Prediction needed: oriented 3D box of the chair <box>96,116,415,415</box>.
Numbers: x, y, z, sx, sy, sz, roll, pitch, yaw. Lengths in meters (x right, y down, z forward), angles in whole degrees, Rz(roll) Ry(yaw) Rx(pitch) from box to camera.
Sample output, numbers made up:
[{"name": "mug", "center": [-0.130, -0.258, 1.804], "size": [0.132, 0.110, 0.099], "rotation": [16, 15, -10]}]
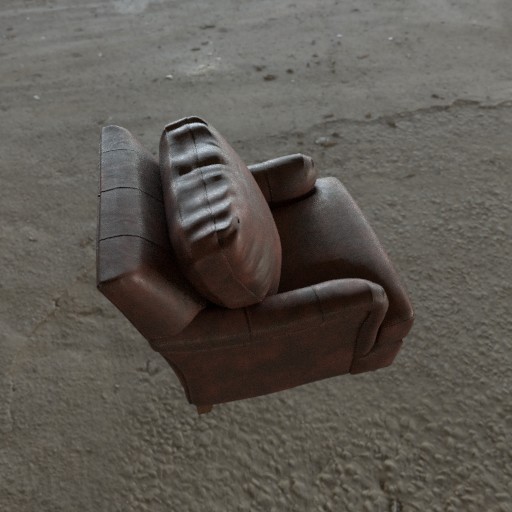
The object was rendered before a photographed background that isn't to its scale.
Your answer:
[{"name": "chair", "center": [0.000, 0.000, 1.986], "size": [1.156, 1.051, 0.987], "rotation": [-9, 48, -9]}]
